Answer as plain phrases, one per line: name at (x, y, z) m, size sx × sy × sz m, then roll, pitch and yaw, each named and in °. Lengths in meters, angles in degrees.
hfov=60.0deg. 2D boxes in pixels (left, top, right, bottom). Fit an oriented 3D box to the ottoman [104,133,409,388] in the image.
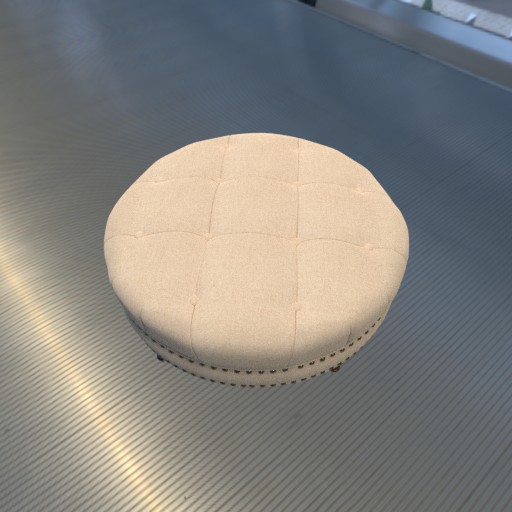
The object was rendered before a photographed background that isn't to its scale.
ottoman at (0.000, 0.000, 1.490) m, size 0.940 × 0.483 × 0.940 m, roll 0°, pitch 47°, yaw 0°
